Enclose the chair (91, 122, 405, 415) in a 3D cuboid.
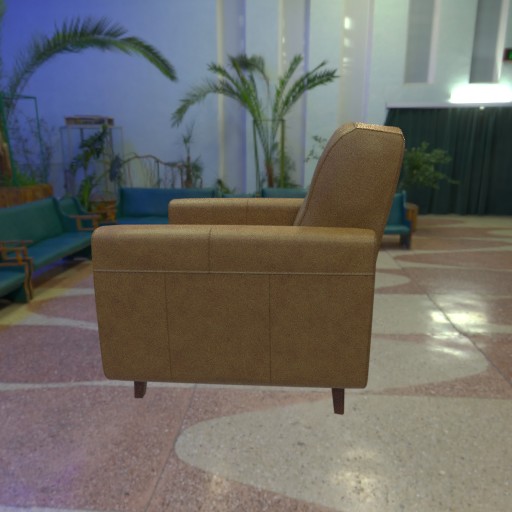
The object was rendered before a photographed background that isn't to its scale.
[{"bbox_3d":[0.000,0.000,1.694,0.942,0.968,0.845,2,14,8],"label":"chair"}]
